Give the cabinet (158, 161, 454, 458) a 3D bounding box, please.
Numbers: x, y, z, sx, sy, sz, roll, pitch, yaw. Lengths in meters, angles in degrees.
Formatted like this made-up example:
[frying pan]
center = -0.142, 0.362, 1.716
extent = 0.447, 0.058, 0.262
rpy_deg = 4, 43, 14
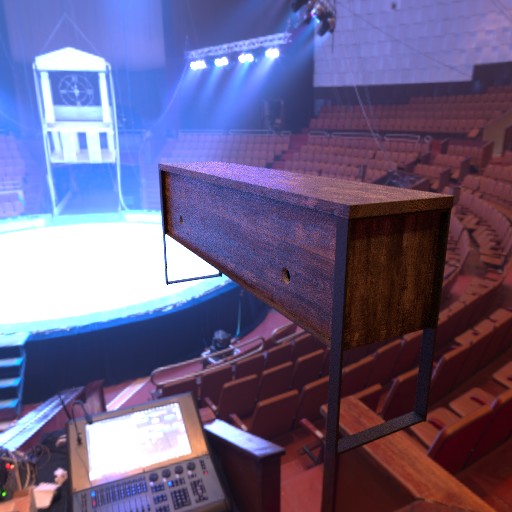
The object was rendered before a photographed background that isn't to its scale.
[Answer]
[cabinet]
center = 0.000, 0.000, 2.080
extent = 0.395, 0.762, 1.800
rpy_deg = -8, 17, -26
